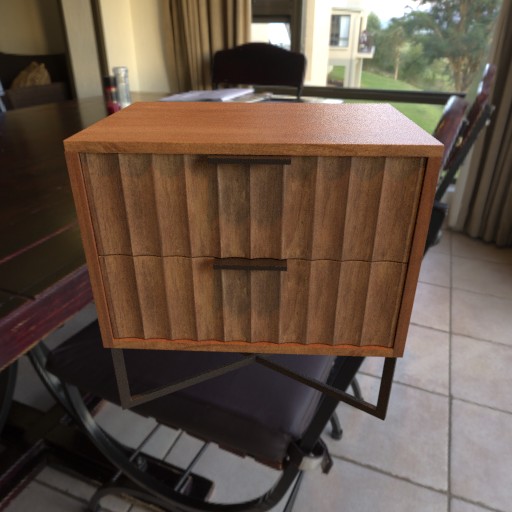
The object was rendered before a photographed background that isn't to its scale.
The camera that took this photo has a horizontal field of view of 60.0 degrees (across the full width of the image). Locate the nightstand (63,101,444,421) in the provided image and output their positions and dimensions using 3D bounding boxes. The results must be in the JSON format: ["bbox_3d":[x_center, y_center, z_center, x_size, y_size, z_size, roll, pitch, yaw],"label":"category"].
[{"bbox_3d":[0.000,0.000,1.027,0.613,0.615,0.427,1,28,3],"label":"nightstand"}]
